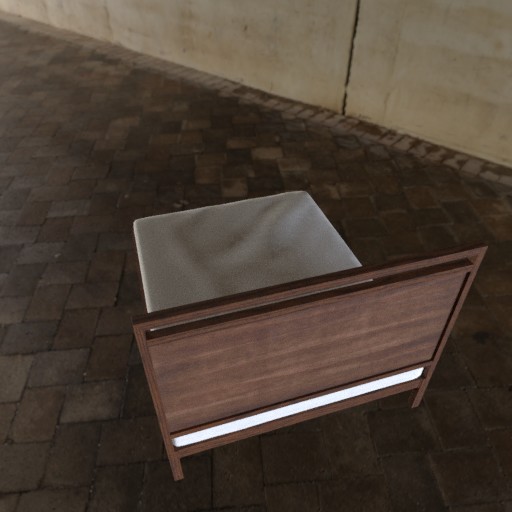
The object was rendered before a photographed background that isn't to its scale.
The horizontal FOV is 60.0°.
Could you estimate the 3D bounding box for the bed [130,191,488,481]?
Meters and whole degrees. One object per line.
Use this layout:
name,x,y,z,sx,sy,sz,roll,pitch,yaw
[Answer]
bed,0.000,0.000,3.323,1.765,1.487,2.218,-11,42,-13
